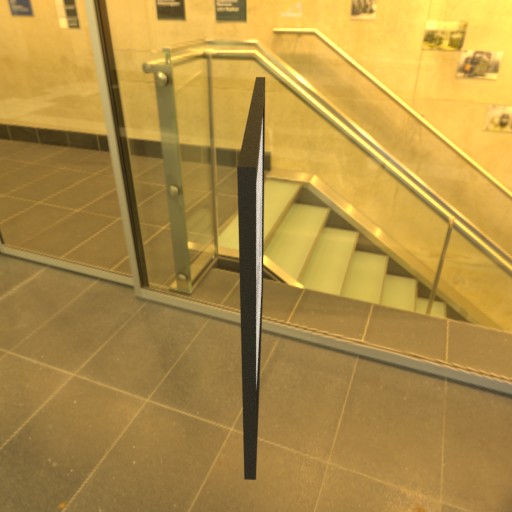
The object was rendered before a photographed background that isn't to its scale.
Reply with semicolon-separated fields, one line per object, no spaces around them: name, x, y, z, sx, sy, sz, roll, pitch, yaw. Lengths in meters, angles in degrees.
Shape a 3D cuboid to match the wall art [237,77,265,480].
wall art;0.000;0.000;0.544;0.013;0.356;0.356;1;31;2
